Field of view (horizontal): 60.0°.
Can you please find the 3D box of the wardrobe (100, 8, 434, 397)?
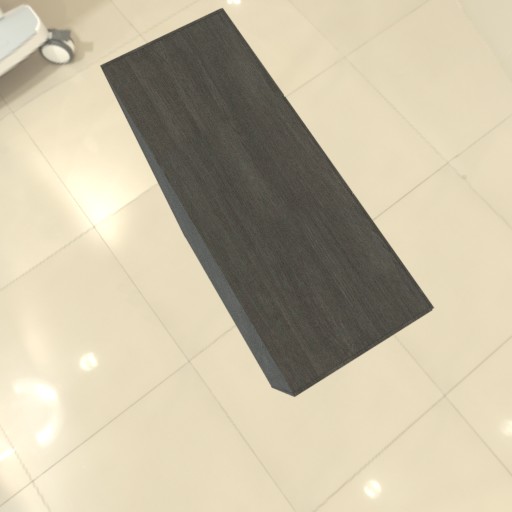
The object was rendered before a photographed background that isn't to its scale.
[{"bbox_3d":[0.000,0.000,2.360,0.510,1.910,1.290,-30,76,-8],"label":"wardrobe"}]
